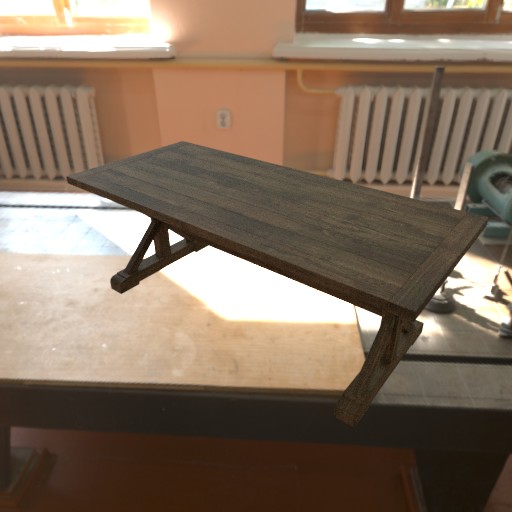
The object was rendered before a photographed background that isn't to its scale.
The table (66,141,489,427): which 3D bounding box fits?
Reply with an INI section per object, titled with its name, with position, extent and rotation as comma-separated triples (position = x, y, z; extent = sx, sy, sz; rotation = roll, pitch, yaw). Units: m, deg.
[table]
position = 0.000, 0.000, 2.469
extent = 2.031, 0.733, 0.907
rotation = 22, 37, 32
